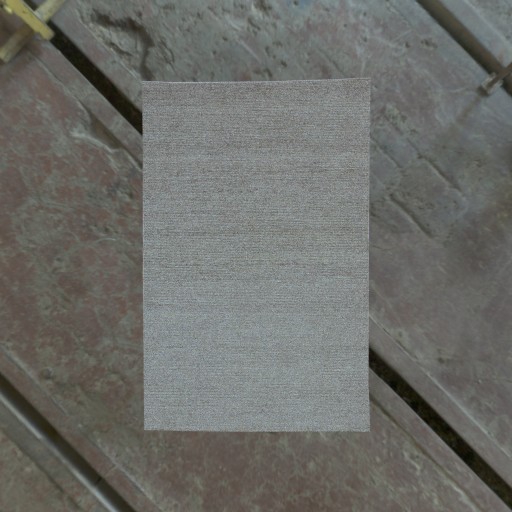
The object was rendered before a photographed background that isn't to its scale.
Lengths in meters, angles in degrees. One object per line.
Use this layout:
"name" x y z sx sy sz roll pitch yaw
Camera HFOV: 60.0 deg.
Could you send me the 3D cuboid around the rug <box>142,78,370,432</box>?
"rug" 0.000 0.000 2.247 1.154 0.021 1.792 0 91 1
